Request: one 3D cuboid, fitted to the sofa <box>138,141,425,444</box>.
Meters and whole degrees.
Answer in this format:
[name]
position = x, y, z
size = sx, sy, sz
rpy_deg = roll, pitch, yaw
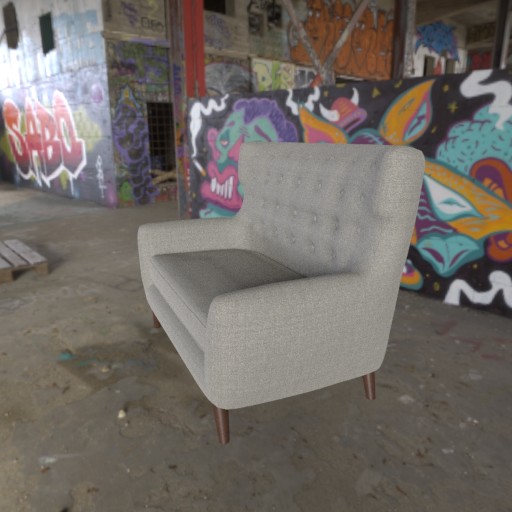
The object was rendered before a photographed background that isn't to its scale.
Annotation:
[sofa]
position = 0.000, 0.000, 2.088
size = 0.884, 1.028, 1.386
rpy_deg = -7, 17, -24
